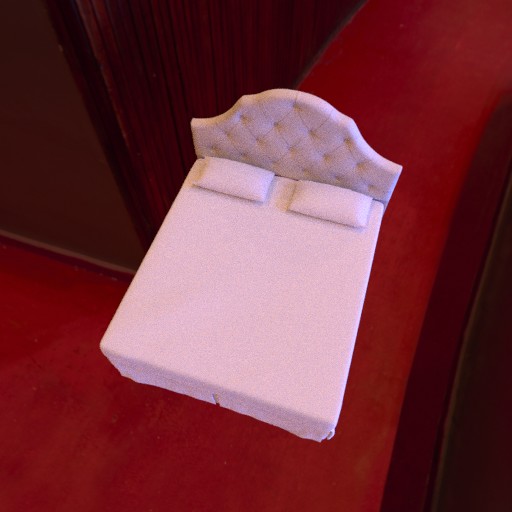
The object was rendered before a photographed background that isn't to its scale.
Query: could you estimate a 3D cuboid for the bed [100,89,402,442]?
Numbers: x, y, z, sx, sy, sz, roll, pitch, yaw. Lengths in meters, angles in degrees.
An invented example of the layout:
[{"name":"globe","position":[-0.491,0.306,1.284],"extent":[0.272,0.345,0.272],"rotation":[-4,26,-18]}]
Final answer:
[{"name":"bed","position":[0.000,0.000,3.672],"extent":[2.008,1.615,2.214],"rotation":[15,60,9]}]
